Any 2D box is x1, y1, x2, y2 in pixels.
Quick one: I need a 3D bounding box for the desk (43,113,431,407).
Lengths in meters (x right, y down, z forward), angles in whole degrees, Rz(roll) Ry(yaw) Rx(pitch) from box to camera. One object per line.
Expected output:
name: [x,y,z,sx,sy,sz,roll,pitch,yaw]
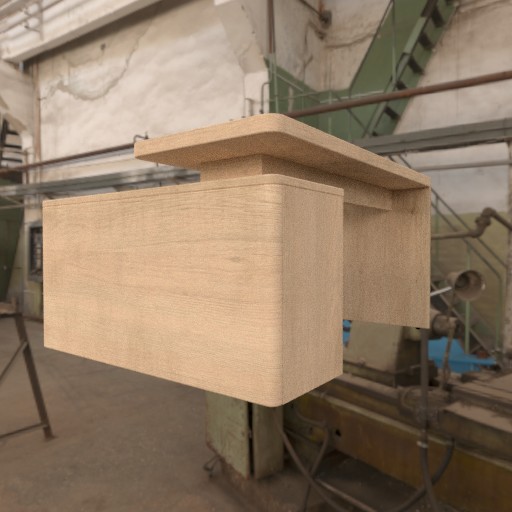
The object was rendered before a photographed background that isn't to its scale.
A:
desk: [0.000,0.000,2.032,1.175,0.770,1.400,1,2,37]
